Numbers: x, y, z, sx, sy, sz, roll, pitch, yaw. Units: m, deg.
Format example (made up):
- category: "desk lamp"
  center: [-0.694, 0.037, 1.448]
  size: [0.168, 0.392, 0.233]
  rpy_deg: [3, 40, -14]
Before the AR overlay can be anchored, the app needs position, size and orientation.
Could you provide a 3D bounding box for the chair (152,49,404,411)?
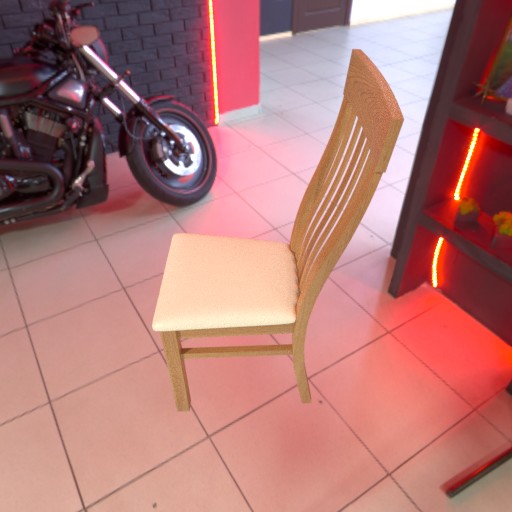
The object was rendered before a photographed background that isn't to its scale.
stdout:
- category: "chair"
  center: [0.000, 0.000, 1.336]
  size: [0.580, 1.050, 0.450]
  rpy_deg: [0, 40, 0]
